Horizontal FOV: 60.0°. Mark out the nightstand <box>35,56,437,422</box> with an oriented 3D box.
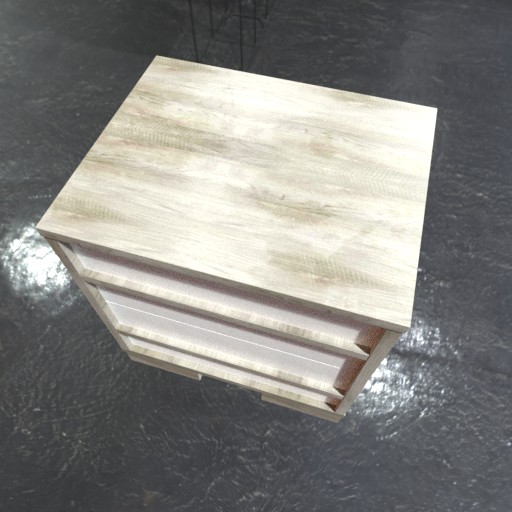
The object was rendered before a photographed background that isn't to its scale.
[{"bbox_3d":[0.000,0.000,0.753,0.427,0.448,0.347,14,59,9],"label":"nightstand"}]
